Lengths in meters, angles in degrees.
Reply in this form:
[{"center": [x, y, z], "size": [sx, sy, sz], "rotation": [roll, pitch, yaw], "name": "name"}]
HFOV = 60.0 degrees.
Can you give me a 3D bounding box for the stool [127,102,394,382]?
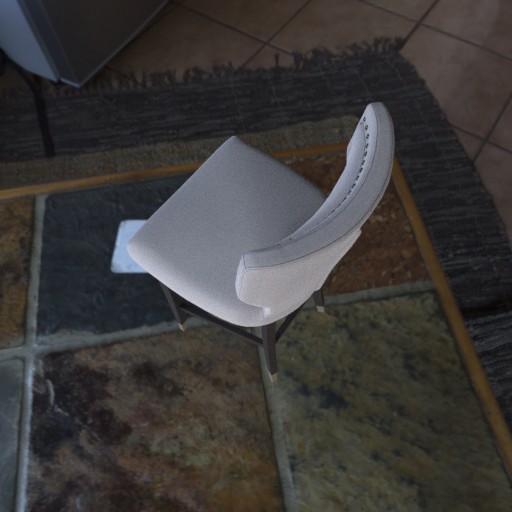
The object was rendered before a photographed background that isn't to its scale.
[{"center": [0.000, 0.000, 1.406], "size": [0.563, 1.092, 0.526], "rotation": [33, 68, 15], "name": "stool"}]
